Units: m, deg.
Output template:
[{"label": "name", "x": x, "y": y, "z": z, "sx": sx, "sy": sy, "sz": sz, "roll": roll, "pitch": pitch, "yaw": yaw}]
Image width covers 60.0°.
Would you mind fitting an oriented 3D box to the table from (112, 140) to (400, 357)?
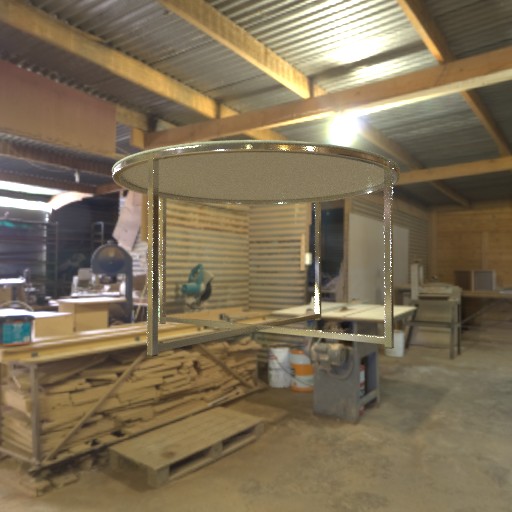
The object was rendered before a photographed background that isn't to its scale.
[{"label": "table", "x": 0.000, "y": 0.000, "z": 1.289, "sx": 0.800, "sy": 0.450, "sz": 0.800, "roll": 0, "pitch": -1, "yaw": 0}]
